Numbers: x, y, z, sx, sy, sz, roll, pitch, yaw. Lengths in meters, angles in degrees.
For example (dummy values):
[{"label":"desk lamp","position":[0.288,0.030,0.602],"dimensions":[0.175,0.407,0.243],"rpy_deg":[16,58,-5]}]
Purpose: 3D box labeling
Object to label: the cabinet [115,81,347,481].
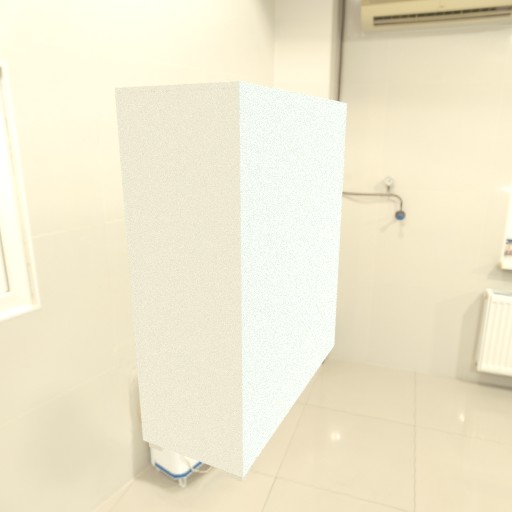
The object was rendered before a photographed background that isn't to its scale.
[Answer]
[{"label":"cabinet","position":[0.000,0.000,1.759],"dimensions":[0.400,1.190,1.000],"rpy_deg":[8,17,25]}]
